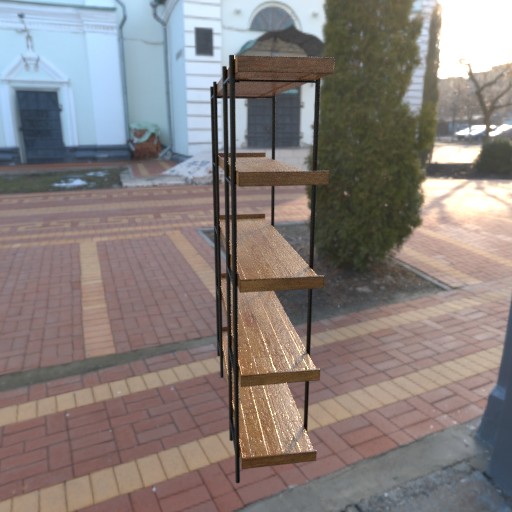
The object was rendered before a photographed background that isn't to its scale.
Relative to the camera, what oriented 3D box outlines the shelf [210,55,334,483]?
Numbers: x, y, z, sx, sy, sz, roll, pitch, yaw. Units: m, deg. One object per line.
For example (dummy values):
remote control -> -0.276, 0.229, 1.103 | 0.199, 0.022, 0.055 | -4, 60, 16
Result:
shelf -> 0.000, 0.000, 2.411 | 0.379, 1.826, 1.371 | -2, 16, -8
